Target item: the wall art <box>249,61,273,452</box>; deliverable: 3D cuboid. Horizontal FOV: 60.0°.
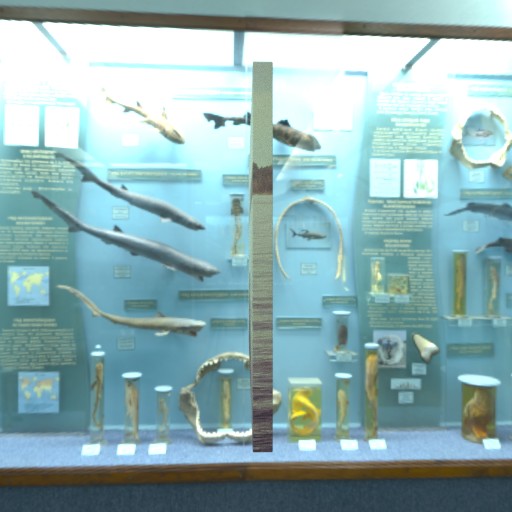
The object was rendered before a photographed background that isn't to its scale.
[{"bbox_3d":[0.000,0.000,1.439,0.040,0.765,1.149,0,0,-1],"label":"wall art"}]
